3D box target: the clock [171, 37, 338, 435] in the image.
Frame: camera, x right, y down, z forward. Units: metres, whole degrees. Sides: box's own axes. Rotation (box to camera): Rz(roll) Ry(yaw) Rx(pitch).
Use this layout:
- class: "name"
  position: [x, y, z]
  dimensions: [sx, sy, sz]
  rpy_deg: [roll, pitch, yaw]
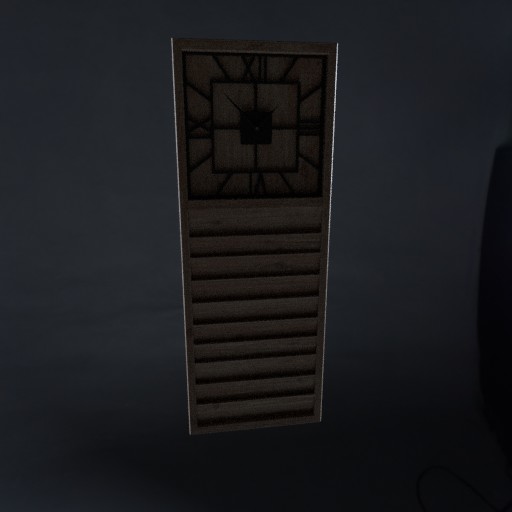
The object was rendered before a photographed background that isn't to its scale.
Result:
- class: "clock"
  position: [0.000, 0.000, 1.091]
  dimensions: [0.361, 0.965, 0.030]
  rpy_deg: [-2, 16, -9]
